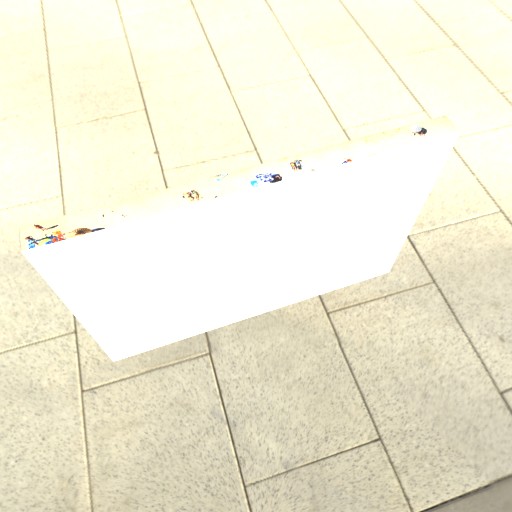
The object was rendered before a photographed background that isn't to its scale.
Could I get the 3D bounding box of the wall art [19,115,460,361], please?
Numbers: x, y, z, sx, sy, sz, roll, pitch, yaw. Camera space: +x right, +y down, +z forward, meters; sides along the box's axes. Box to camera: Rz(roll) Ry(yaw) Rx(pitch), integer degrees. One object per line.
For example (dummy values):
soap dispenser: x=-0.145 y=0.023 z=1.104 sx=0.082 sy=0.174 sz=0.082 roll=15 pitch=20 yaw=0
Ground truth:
wall art: x=0.000 y=0.000 z=1.120 sx=0.894 sy=0.595 sz=0.057 roll=-17 pitch=60 yaw=-10
